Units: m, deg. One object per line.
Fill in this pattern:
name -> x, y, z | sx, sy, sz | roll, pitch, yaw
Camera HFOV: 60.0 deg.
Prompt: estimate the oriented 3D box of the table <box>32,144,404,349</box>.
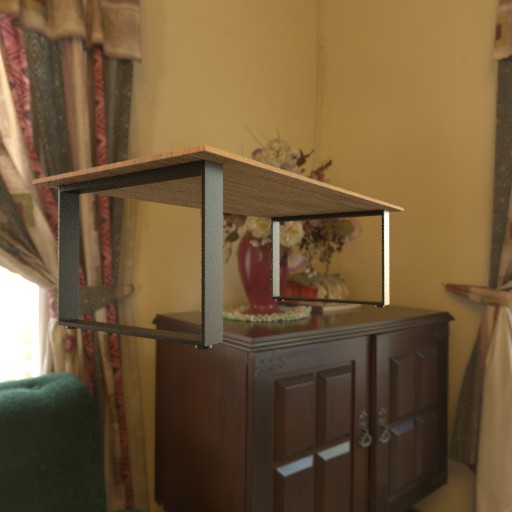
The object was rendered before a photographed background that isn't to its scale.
table -> 0.000, 0.000, 1.658 | 0.693, 0.445, 1.331 | -1, -1, 36
